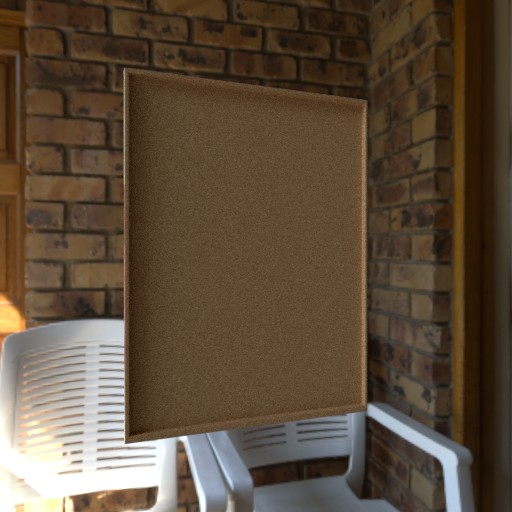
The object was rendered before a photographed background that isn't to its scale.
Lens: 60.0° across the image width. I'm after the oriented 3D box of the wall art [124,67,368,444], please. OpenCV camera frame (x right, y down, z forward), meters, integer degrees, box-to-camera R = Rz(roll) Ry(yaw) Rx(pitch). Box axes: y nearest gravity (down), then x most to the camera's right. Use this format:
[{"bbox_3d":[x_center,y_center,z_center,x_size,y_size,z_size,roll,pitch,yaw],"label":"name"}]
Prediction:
[{"bbox_3d":[0.000,0.000,1.334,0.762,1.015,0.031,0,0,-19],"label":"wall art"}]
